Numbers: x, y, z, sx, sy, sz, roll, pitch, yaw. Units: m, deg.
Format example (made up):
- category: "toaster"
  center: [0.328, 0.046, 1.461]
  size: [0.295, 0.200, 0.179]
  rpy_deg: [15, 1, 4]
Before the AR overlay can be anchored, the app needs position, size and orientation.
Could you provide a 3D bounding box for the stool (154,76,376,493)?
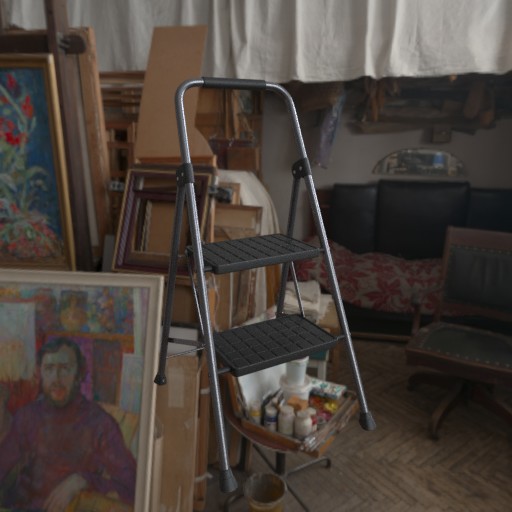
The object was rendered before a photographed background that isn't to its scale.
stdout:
- category: "stool"
  center: [0.000, 0.000, 1.144]
  size: [0.450, 0.872, 0.514]
  rpy_deg: [-9, 19, -28]
